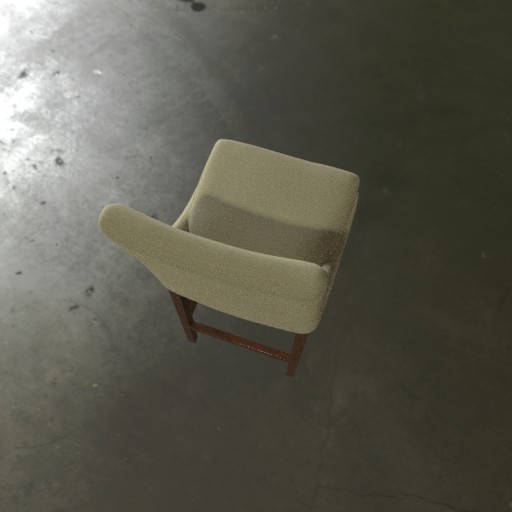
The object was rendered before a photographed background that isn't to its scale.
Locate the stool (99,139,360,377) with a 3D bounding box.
[{"bbox_3d":[0.000,0.000,1.285,0.470,0.981,0.577,17,64,9],"label":"stool"}]
